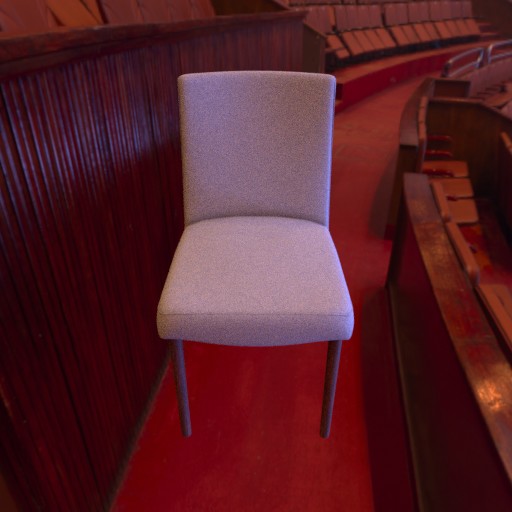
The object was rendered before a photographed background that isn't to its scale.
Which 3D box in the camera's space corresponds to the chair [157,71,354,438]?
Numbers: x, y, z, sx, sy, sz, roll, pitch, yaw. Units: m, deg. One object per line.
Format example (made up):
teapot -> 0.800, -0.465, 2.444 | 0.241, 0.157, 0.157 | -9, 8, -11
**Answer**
chair -> 0.000, 0.000, 1.197 | 0.456, 0.859, 0.570 | 0, 30, 0
